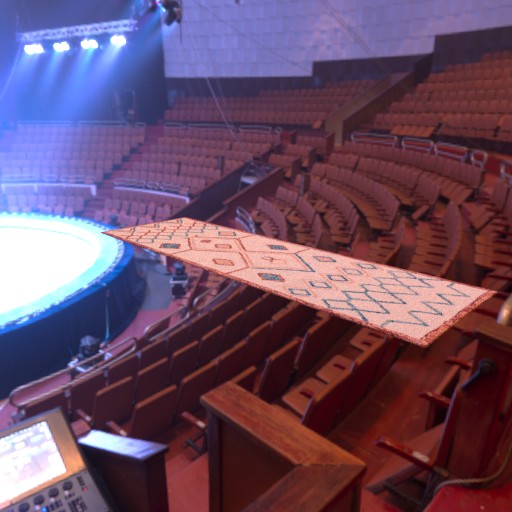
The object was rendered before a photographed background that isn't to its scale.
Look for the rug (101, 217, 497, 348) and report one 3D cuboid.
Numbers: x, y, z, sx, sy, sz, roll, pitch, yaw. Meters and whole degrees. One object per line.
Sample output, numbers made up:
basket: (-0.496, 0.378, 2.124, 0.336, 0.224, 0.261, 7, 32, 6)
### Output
rug: (0.000, 0.000, 2.635, 2.435, 0.011, 0.750, 16, 23, 43)
